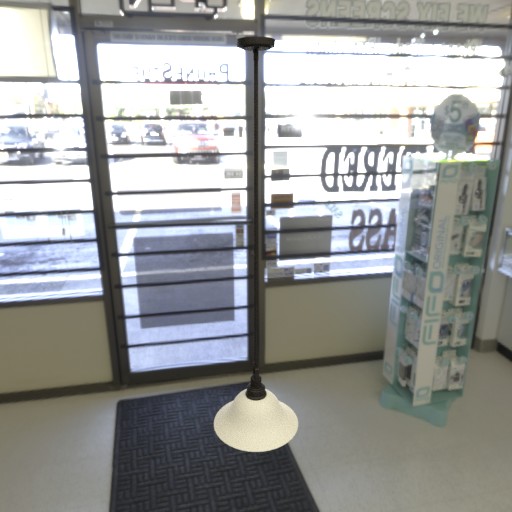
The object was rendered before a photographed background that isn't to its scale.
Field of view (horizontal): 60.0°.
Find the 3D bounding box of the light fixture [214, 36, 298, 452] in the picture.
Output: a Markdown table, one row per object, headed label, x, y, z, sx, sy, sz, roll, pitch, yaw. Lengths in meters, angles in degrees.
| label | x | y | z | sx | sy | sz | roll | pitch | yaw |
| --- | --- | --- | --- | --- | --- | --- | --- | --- | --- |
| light fixture | 0.000 | 0.000 | 1.507 | 0.324 | 1.337 | 0.324 | -3 | 17 | -8 |
